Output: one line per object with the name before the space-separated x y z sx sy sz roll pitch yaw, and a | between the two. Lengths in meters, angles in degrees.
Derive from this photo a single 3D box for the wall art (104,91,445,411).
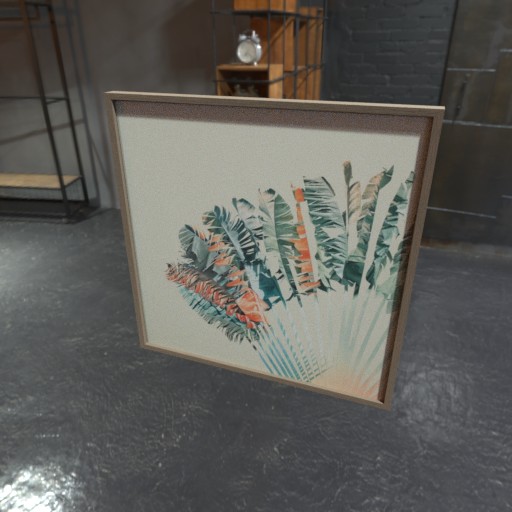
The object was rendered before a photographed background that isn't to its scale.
wall art | 0.000 0.000 1.126 0.761 0.758 0.038 9 28 18
